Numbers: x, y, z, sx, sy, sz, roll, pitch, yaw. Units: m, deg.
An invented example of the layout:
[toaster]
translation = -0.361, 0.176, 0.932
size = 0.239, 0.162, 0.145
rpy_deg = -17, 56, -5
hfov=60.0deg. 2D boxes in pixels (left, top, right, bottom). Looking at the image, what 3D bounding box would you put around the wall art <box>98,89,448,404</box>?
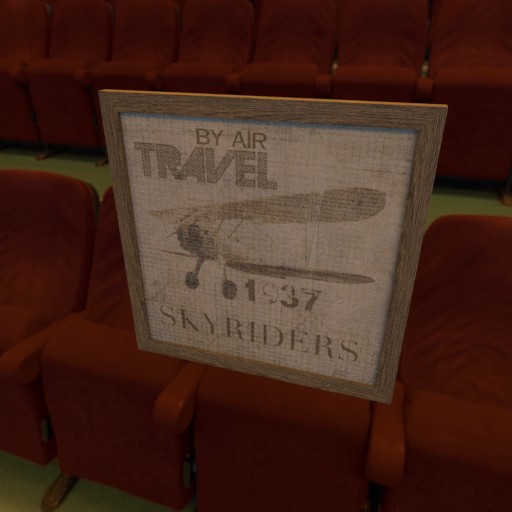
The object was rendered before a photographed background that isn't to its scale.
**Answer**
[wall art]
translation = 0.000, 0.000, 0.746
size = 0.508, 0.508, 0.019
rpy_deg = 8, 29, 15
